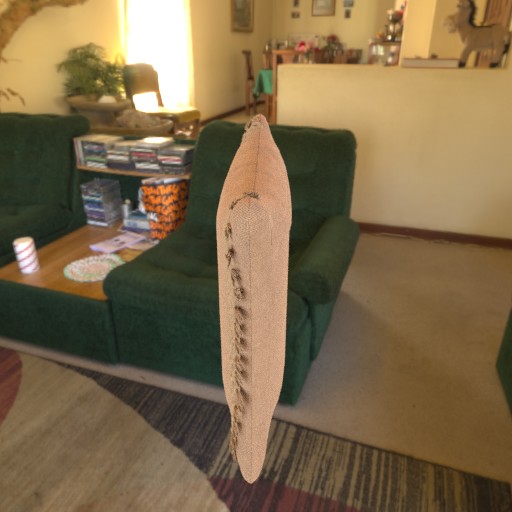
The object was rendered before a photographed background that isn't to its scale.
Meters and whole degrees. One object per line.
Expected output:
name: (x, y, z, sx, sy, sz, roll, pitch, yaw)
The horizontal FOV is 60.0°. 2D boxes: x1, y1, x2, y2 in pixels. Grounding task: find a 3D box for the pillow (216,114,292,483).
pillow: (0.000, 0.000, 0.587, 0.084, 0.305, 0.466, 1, 26, 1)
